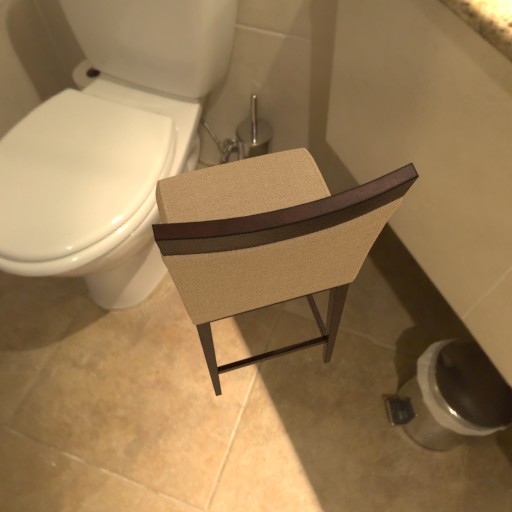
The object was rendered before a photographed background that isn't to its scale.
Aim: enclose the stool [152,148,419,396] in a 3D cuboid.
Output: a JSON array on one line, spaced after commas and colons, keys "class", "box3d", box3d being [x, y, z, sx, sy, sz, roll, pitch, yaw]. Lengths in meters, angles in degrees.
[{"class": "stool", "box3d": [0.000, 0.000, 1.393, 0.511, 1.117, 0.531, -14, 60, -8]}]
